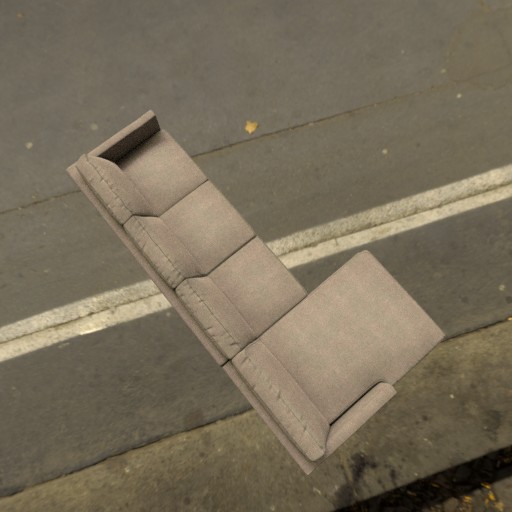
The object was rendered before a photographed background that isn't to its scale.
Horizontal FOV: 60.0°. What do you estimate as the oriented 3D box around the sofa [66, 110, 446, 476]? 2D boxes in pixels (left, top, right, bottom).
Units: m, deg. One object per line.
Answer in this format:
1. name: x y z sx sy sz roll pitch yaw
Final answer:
1. sofa: 0.000 0.000 3.920 1.650 0.922 3.205 -39 79 -9
